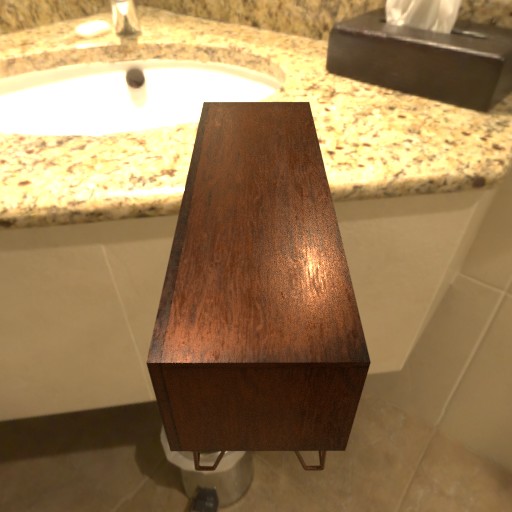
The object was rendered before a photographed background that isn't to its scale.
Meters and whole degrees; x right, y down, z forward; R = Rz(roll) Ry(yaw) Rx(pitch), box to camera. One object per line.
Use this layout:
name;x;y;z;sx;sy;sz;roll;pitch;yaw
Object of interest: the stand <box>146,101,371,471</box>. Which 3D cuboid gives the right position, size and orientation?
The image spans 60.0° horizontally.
stand;0.000;0.000;1.642;0.481;0.610;1.372;0;41;0
